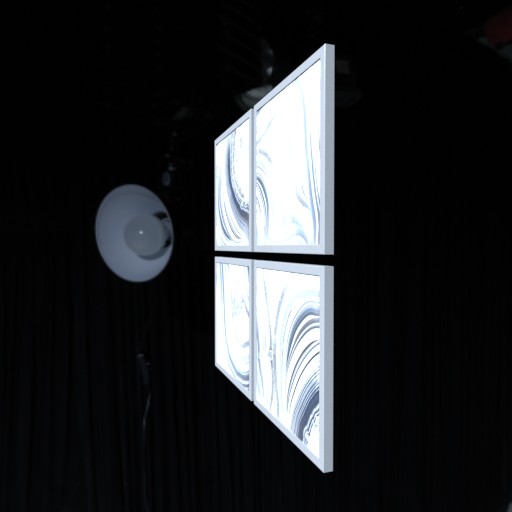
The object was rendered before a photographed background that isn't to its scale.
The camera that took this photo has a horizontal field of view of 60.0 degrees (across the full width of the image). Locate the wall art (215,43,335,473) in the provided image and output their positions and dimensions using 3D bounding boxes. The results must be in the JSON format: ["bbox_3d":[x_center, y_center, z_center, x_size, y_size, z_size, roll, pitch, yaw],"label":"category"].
[{"bbox_3d":[0.000,0.000,1.685,0.029,1.118,1.118,0,1,-20],"label":"wall art"}]
